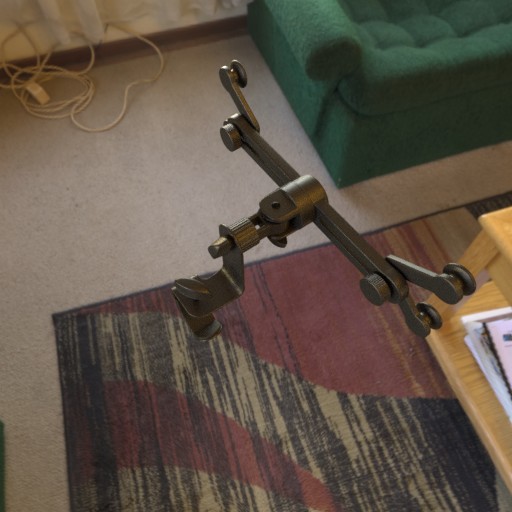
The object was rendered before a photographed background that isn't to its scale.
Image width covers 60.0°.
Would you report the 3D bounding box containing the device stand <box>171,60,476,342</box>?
[{"bbox_3d":[0.000,0.000,0.372,0.142,0.166,0.270,-31,64,-17],"label":"device stand"}]
